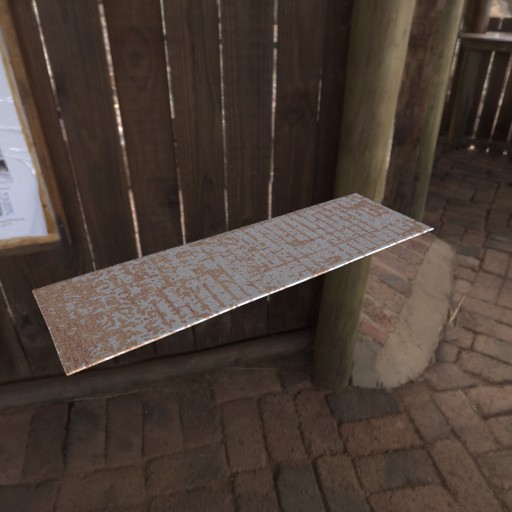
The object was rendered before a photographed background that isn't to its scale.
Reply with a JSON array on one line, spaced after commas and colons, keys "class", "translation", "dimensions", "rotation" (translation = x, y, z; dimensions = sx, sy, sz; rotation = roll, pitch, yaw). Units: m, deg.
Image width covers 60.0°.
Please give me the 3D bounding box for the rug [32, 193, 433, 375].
[{"class": "rug", "translation": [0.000, 0.000, 2.730], "dimensions": [2.435, 0.011, 0.750], "rotation": [-19, 36, -28]}]
